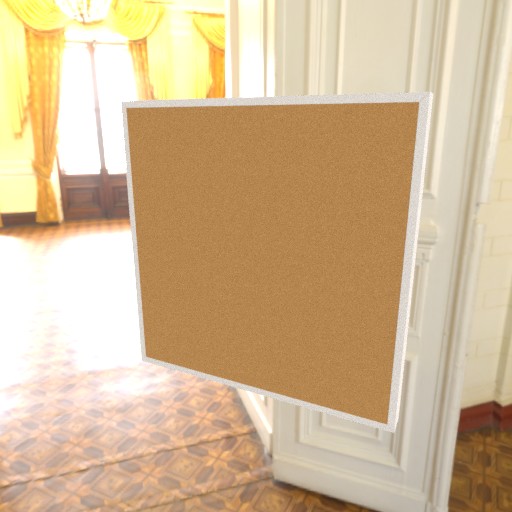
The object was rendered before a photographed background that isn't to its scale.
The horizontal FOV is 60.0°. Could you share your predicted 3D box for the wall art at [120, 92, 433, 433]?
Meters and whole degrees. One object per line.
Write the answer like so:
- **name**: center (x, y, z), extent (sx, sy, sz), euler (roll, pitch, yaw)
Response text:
- **wall art**: center (0.000, 0.000, 0.756), extent (0.509, 0.509, 0.040), euler (8, 18, 25)
